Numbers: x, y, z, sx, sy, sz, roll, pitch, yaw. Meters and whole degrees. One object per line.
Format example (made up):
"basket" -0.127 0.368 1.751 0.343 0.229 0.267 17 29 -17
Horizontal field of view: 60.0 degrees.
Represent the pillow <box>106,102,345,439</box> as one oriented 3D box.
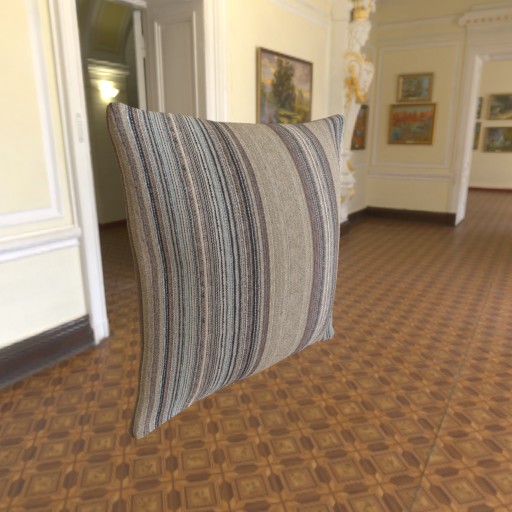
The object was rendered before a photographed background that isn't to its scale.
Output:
"pillow" 0.000 0.000 0.660 0.435 0.416 0.189 -15 21 -43
